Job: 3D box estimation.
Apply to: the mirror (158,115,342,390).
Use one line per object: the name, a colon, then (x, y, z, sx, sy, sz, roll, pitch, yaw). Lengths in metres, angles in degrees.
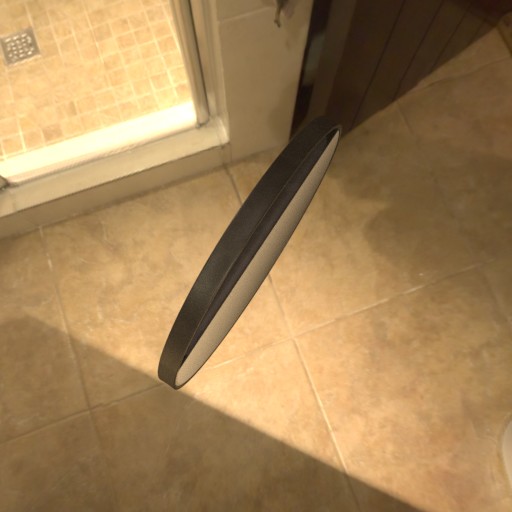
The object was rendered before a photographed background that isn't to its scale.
mirror: (0.000, 0.000, 0.850, 0.032, 0.565, 0.565, 32, 79, 7)
